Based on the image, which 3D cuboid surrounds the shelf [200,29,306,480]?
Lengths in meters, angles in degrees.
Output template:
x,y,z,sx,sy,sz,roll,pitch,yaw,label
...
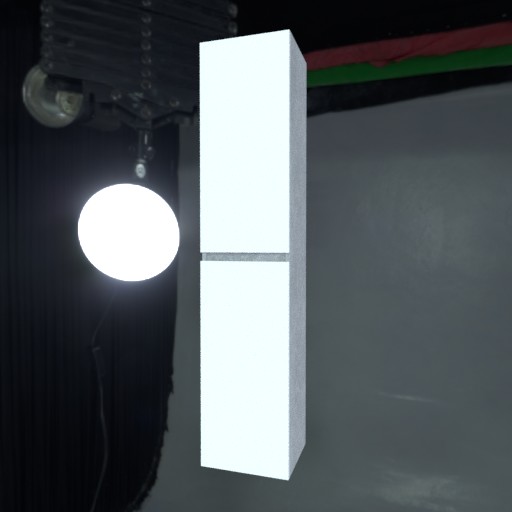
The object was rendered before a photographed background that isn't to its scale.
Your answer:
x,y,z,sx,sy,sz,roll,pitch,yaw,label
0.000,0.000,1.549,0.300,1.400,0.270,0,1,18,shelf
